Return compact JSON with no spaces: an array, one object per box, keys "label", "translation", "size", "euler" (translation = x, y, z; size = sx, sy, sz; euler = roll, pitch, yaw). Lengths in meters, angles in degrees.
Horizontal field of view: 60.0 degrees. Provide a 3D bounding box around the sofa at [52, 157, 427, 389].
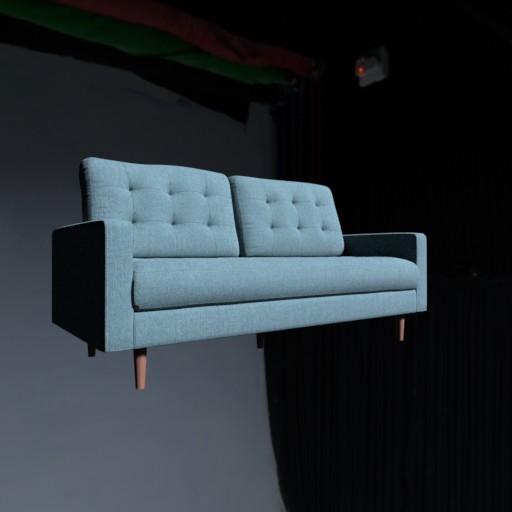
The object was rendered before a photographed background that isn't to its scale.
[{"label":"sofa","translation":[0.000,0.000,2.554],"size":[2.010,1.050,0.966],"euler":[0,0,-36]}]
